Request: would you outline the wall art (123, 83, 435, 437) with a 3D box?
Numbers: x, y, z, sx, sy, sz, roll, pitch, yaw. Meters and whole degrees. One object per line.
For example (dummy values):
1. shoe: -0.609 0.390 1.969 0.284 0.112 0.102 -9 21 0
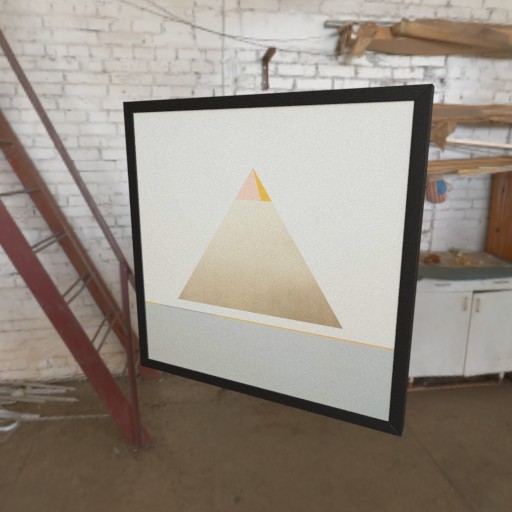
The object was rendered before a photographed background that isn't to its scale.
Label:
1. wall art: 0.000 0.000 0.744 0.513 0.511 0.028 7 15 26
